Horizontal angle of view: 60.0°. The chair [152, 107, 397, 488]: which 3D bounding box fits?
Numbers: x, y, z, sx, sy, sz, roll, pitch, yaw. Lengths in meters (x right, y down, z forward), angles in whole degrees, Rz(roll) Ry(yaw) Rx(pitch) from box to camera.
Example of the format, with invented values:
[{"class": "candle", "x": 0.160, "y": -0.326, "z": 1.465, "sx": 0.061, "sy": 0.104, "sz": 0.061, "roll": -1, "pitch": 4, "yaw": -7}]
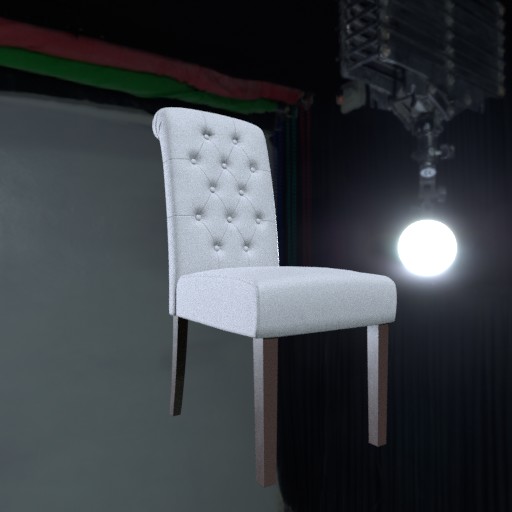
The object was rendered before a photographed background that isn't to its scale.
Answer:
[{"class": "chair", "x": 0.000, "y": 0.000, "z": 1.337, "sx": 0.456, "sy": 1.006, "sz": 0.671, "roll": 0, "pitch": -1, "yaw": -35}]
